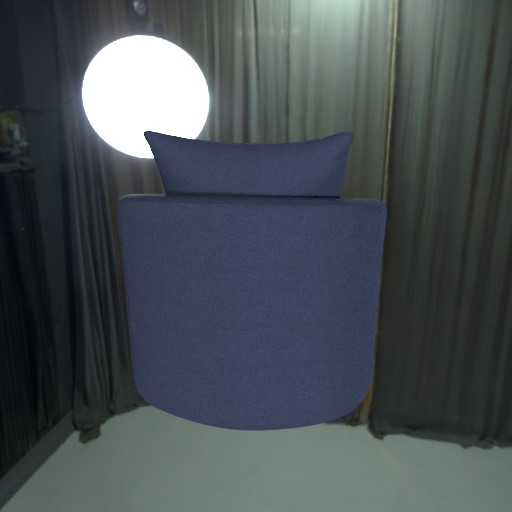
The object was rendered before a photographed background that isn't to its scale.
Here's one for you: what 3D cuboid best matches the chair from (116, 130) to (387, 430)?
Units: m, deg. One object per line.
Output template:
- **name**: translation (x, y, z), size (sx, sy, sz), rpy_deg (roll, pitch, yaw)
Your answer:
- **chair**: translation (0.000, 0.000, 1.562), size (0.845, 0.848, 0.910), rpy_deg (2, 16, 8)
